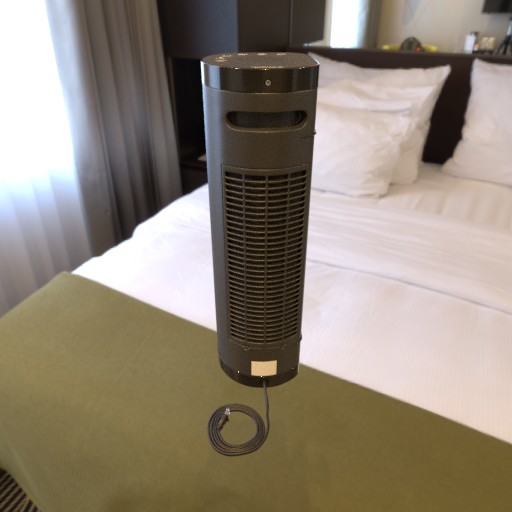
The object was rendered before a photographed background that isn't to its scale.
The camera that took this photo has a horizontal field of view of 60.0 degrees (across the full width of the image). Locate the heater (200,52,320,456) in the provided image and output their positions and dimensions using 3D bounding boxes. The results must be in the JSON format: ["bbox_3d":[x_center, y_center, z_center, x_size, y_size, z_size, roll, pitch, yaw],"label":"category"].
[{"bbox_3d":[0.000,0.000,0.694,0.174,0.552,0.312,-1,31,-3],"label":"heater"}]
